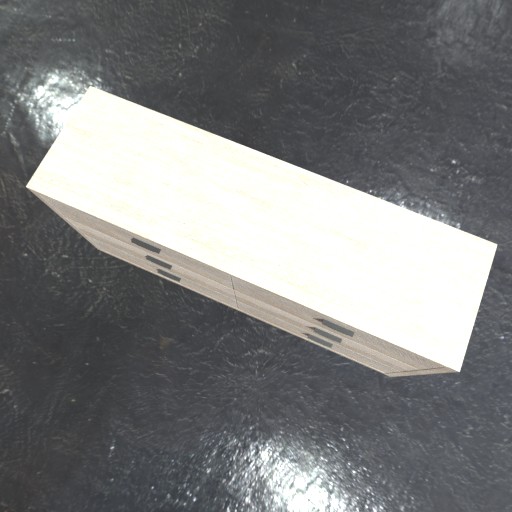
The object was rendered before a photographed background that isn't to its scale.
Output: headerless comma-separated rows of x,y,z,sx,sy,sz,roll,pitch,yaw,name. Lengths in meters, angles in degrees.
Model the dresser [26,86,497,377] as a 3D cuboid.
0.000,0.000,1.915,1.524,0.914,0.457,23,75,7,dresser
